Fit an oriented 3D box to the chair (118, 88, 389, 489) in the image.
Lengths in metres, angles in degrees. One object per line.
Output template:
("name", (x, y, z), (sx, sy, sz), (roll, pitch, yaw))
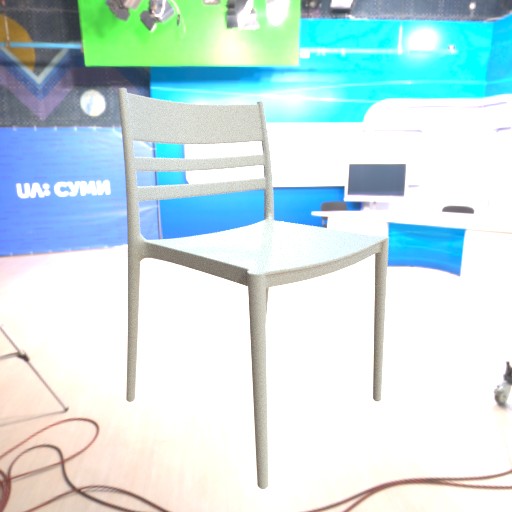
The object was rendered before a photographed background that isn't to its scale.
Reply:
("chair", (0.000, 0.000, 1.126), (0.531, 0.800, 0.511), (-14, 20, -43))
